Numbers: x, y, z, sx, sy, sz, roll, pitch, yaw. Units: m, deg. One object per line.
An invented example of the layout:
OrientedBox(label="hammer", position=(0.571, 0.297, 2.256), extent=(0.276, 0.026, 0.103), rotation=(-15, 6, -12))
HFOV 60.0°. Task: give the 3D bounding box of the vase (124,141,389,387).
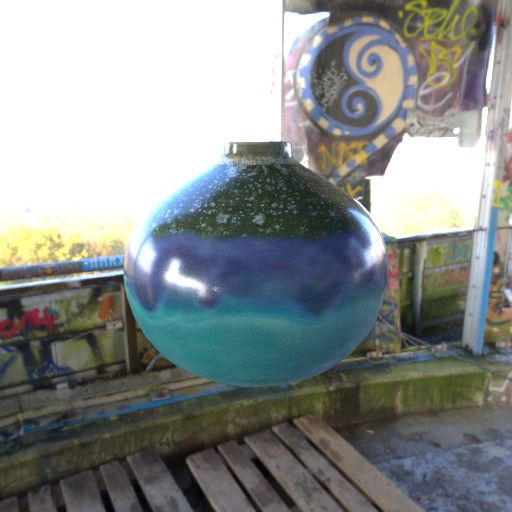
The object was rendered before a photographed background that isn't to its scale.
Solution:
OrientedBox(label="vase", position=(0.000, 0.000, 0.266), extent=(0.154, 0.133, 0.154), rotation=(0, 13, 0))
